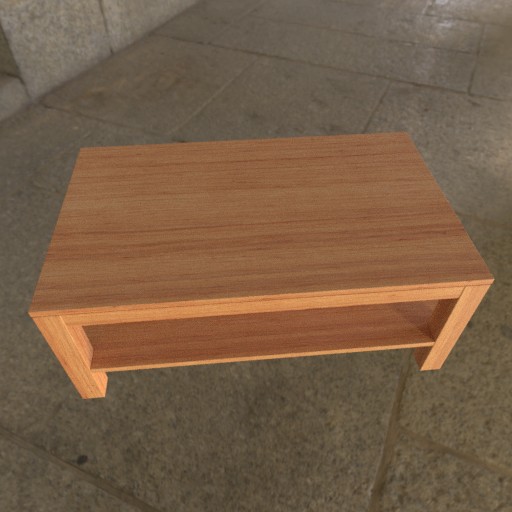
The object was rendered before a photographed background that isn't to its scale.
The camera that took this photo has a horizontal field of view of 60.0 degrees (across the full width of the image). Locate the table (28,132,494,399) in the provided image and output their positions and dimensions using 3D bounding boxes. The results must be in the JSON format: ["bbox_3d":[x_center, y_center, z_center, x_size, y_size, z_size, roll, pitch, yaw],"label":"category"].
[{"bbox_3d":[0.000,0.000,1.485,1.146,0.457,0.695,-4,47,-4],"label":"table"}]
